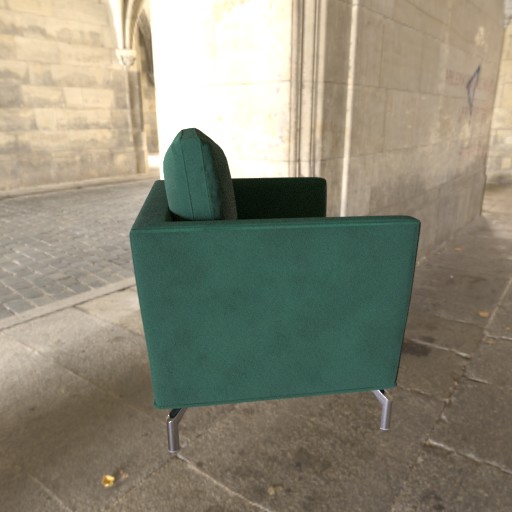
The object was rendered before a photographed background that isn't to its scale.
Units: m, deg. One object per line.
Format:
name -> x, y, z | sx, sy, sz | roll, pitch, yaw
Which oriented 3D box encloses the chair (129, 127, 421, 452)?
chair -> 0.000, 0.000, 1.808 | 0.852, 0.997, 1.047 | -3, 17, -8
